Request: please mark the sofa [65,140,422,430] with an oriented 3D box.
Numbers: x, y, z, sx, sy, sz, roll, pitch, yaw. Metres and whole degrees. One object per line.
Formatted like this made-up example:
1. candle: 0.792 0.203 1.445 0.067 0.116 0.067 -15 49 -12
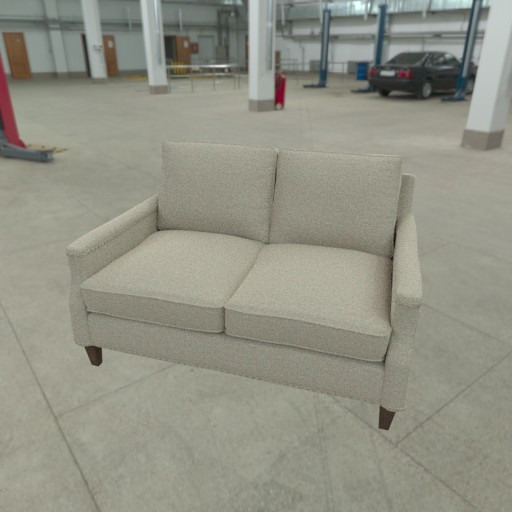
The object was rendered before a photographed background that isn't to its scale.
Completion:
1. sofa: 0.000 0.000 2.304 1.597 1.003 1.084 7 26 15
